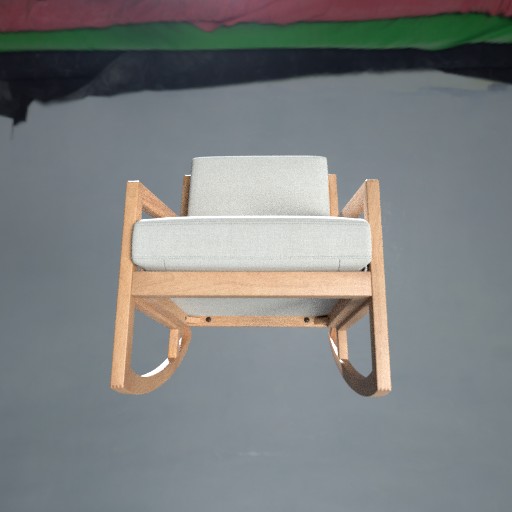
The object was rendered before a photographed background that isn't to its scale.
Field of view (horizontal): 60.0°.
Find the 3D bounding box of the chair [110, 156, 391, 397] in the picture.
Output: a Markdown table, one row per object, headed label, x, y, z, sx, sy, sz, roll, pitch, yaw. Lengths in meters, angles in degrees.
| label | x | y | z | sx | sy | sz | roll | pitch | yaw |
| --- | --- | --- | --- | --- | --- | --- | --- | --- | --- |
| chair | 0.000 | 0.000 | 1.408 | 0.622 | 0.790 | 0.857 | 0 | 0 | 2 |
